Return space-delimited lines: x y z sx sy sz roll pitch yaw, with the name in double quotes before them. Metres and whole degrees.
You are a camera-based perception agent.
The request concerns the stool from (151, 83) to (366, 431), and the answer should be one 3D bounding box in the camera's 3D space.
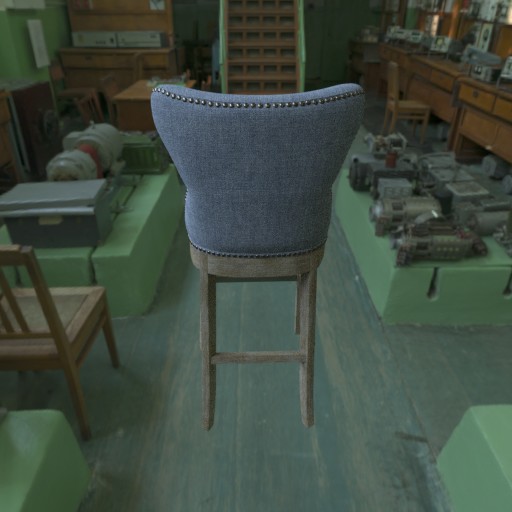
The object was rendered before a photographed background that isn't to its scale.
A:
"stool" 0.000 0.000 1.449 0.494 1.123 0.606 -1 30 -2
